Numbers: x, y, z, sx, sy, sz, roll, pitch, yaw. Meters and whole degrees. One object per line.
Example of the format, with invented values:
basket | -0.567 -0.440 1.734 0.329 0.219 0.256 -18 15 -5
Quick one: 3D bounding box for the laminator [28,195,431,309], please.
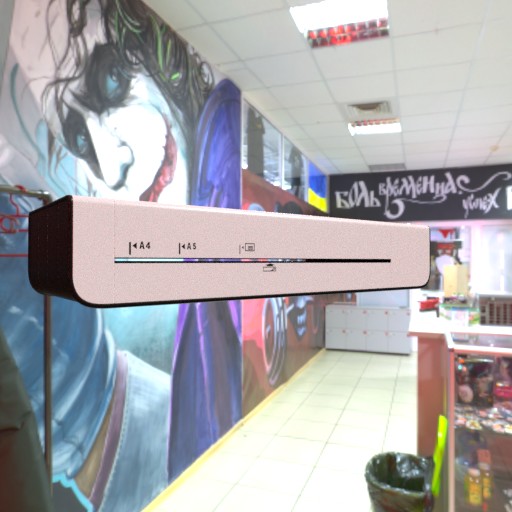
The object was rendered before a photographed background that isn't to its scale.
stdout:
laminator | 0.000 0.000 0.384 0.340 0.062 0.123 1 -1 -37
